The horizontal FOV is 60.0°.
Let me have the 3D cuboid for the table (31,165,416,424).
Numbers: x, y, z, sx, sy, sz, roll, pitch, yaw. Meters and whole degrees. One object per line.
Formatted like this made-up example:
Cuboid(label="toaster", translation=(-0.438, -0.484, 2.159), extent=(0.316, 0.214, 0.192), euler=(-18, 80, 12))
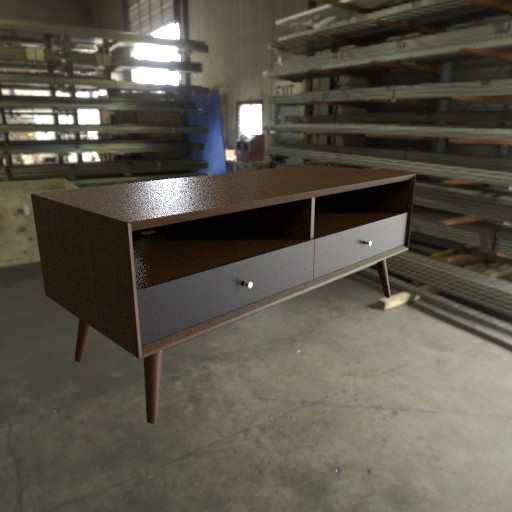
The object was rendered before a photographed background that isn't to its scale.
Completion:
Cuboid(label="table", translation=(0.000, 0.000, 1.398), extent=(0.490, 0.464, 1.119), euler=(16, 23, 43))
